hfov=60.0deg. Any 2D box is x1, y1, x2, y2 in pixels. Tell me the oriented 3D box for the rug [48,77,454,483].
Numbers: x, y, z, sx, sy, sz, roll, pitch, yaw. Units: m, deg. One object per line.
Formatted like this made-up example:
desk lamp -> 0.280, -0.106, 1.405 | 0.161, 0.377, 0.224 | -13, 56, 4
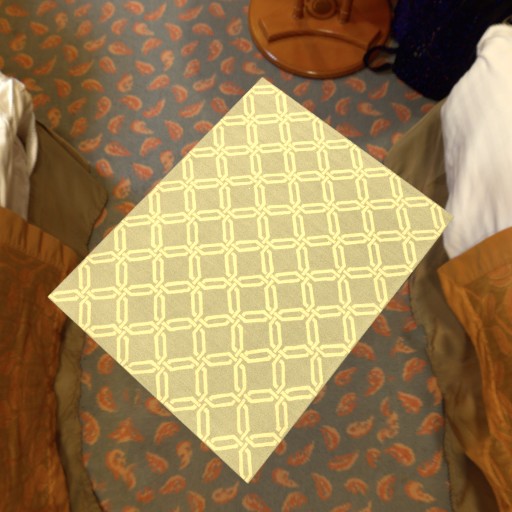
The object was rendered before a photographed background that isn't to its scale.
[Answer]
rug -> 0.000, 0.000, 3.939 | 2.288, 0.018, 2.895 | 39, 78, 10
